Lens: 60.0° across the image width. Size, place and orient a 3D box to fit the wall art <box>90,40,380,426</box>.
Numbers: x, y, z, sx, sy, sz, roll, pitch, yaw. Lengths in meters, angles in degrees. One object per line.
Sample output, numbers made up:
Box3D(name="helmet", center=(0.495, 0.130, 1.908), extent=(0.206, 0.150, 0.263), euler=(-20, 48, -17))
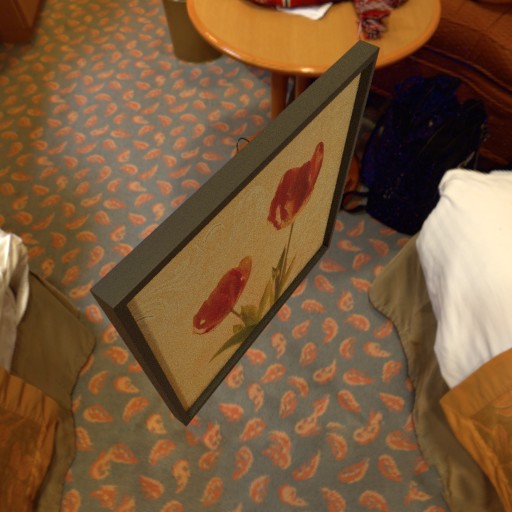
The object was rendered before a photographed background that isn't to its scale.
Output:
Box3D(name="wall art", center=(0.000, 0.000, 0.507), extent=(0.038, 0.349, 0.349), euler=(32, 63, 19))
